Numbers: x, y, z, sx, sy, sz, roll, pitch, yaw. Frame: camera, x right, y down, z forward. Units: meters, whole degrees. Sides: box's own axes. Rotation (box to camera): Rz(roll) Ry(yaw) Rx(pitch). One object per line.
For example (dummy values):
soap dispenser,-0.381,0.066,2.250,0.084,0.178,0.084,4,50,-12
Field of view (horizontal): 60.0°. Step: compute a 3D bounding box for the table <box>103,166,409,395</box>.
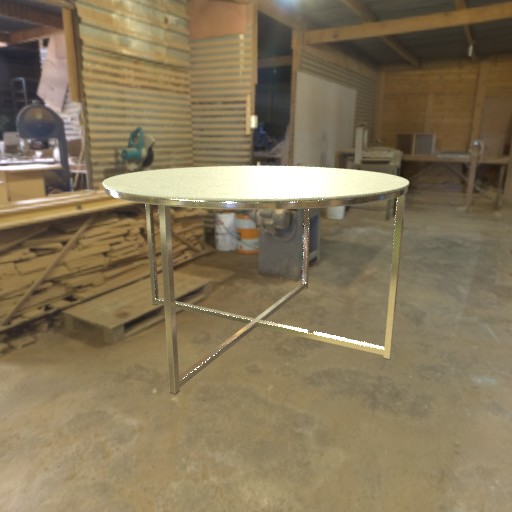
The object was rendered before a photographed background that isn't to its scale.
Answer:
table,0.000,0.000,1.278,0.800,0.450,0.800,0,16,0
